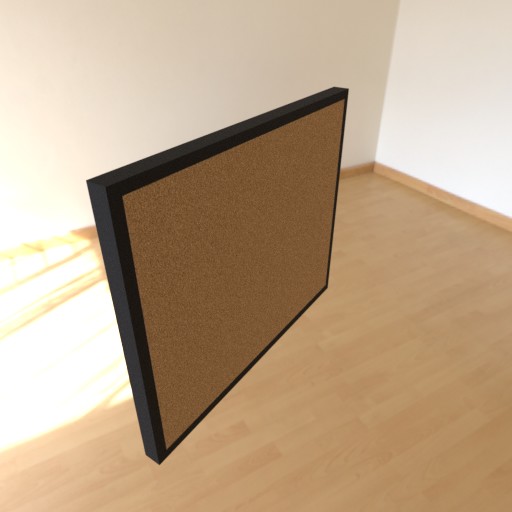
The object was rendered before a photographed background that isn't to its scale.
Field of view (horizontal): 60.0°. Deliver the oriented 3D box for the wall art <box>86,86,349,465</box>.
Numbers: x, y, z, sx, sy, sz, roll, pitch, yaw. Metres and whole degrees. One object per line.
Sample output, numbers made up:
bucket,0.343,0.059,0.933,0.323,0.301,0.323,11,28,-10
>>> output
wall art,0.000,0.000,0.752,0.030,0.454,0.554,20,37,29
